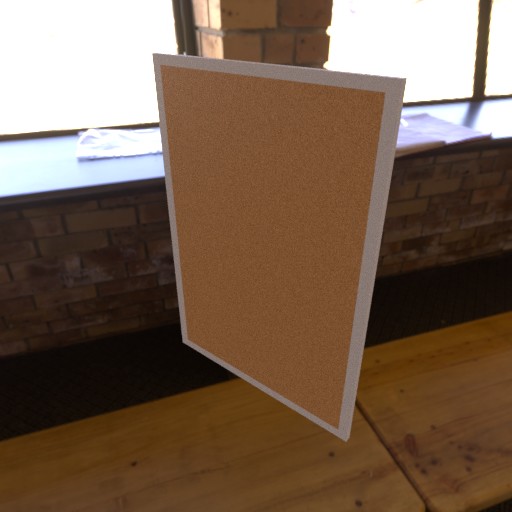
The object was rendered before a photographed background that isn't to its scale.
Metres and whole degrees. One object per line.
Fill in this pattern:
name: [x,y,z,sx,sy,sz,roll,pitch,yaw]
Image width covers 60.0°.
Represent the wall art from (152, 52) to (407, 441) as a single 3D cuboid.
wall art: [0.000,0.000,0.816,0.456,0.656,0.013,22,37,33]
